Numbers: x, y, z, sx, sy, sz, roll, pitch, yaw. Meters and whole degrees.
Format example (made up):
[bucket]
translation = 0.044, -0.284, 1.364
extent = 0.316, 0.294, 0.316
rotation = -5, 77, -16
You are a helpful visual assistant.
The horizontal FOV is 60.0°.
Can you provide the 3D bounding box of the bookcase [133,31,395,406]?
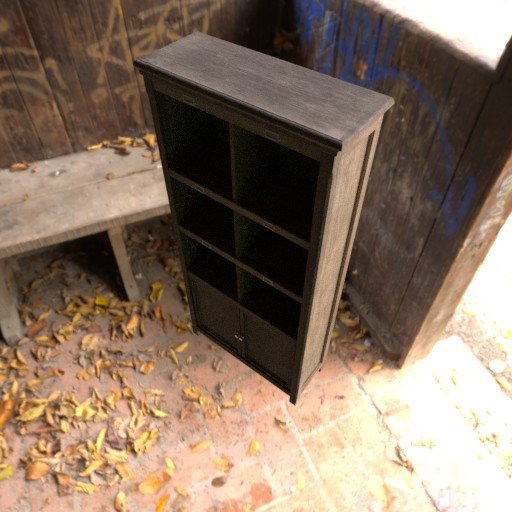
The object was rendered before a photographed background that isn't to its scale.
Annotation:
[bookcase]
translation = 0.000, 0.000, 2.262
extent = 0.906, 1.880, 0.348
rotation = 30, 55, 24
